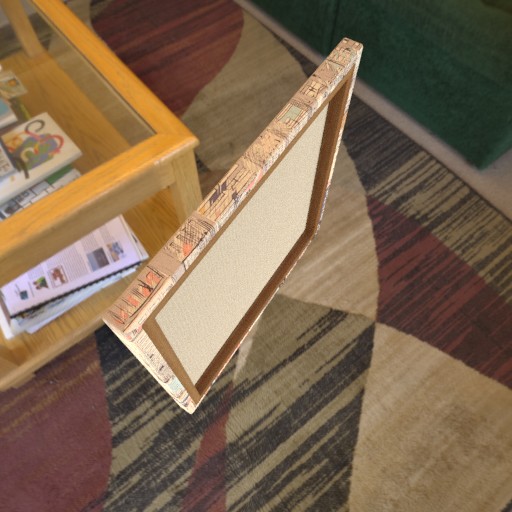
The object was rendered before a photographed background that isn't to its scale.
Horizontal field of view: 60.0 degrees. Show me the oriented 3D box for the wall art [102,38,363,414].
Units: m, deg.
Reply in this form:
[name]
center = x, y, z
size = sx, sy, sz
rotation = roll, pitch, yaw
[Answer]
[wall art]
center = 0.000, 0.000, 0.901
size = 0.038, 0.608, 0.607
rotation = 30, 66, 15
